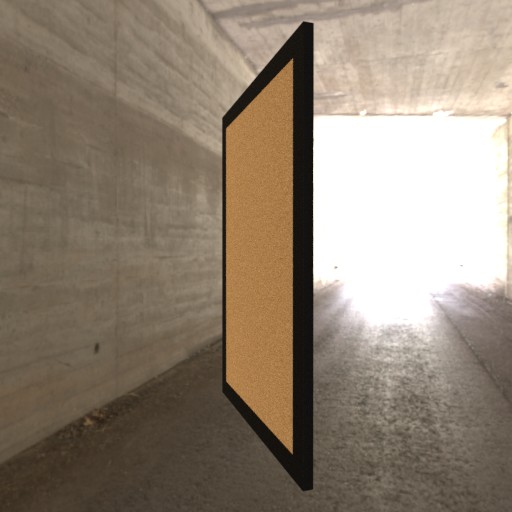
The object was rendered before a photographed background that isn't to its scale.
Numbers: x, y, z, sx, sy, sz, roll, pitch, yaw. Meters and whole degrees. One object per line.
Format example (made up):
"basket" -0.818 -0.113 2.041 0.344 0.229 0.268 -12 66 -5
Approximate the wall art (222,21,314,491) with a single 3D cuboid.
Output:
"wall art" 0.000 0.000 0.588 0.011 0.459 0.326 0 1 -18
